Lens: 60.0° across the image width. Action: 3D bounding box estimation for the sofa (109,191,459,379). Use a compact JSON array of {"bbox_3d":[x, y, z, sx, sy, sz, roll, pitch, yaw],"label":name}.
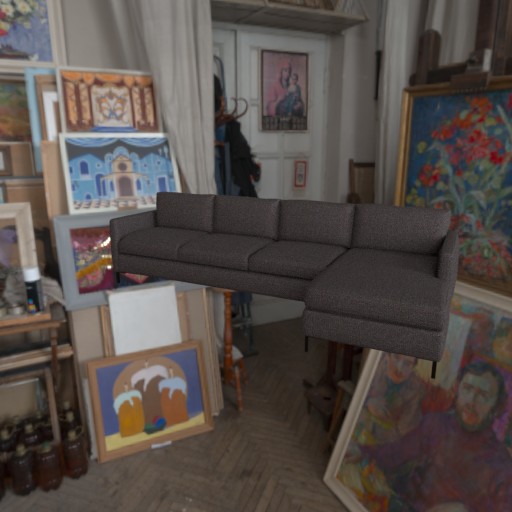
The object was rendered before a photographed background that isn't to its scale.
[{"bbox_3d":[0.000,0.000,3.896,3.221,0.892,1.483,7,16,25],"label":"sofa"}]
